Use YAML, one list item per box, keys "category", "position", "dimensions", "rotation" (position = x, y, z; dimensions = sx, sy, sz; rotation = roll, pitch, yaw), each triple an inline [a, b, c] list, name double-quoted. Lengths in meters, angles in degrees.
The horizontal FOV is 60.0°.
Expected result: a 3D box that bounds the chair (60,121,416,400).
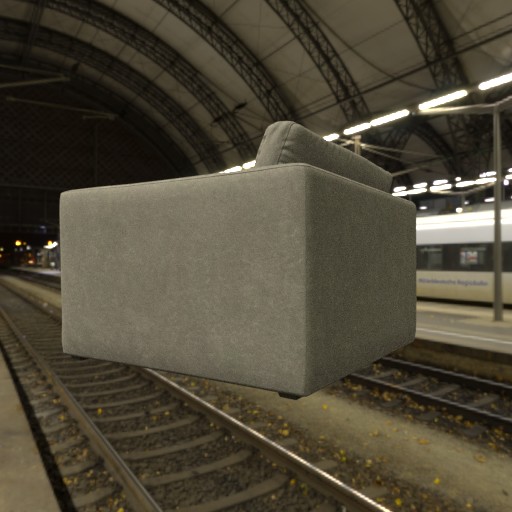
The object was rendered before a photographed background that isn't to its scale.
- category: "chair"
  position: [0.000, 0.000, 1.905]
  dimensions: [1.091, 0.845, 1.190]
  rotation: [0, -1, 35]
